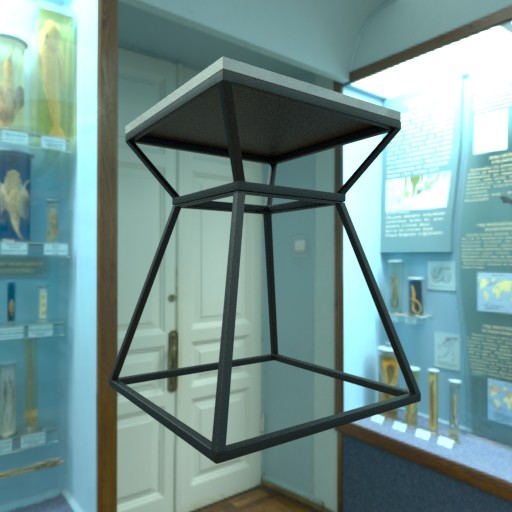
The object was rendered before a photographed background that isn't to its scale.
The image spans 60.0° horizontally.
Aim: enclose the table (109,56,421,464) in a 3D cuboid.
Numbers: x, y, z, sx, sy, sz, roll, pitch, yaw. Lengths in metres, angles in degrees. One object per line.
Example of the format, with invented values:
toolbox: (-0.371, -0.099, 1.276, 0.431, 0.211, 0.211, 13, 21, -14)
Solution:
table: (0.000, 0.000, 0.905, 0.455, 0.559, 0.455, 0, -1, -36)
